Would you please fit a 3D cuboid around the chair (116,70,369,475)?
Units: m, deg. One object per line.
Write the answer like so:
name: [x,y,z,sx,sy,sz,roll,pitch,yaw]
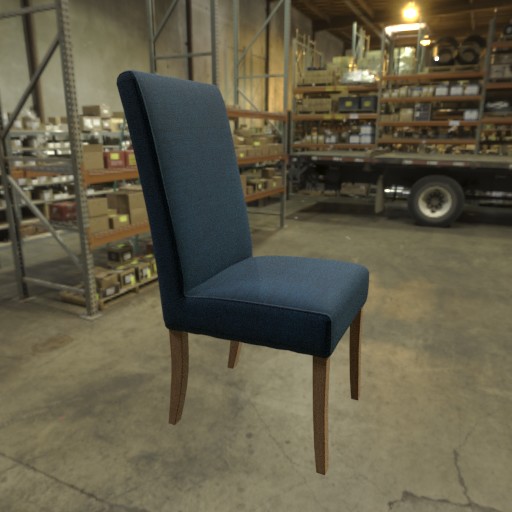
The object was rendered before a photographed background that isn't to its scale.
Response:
chair: [0.000,0.000,1.339,0.610,1.029,0.450,7,17,25]
